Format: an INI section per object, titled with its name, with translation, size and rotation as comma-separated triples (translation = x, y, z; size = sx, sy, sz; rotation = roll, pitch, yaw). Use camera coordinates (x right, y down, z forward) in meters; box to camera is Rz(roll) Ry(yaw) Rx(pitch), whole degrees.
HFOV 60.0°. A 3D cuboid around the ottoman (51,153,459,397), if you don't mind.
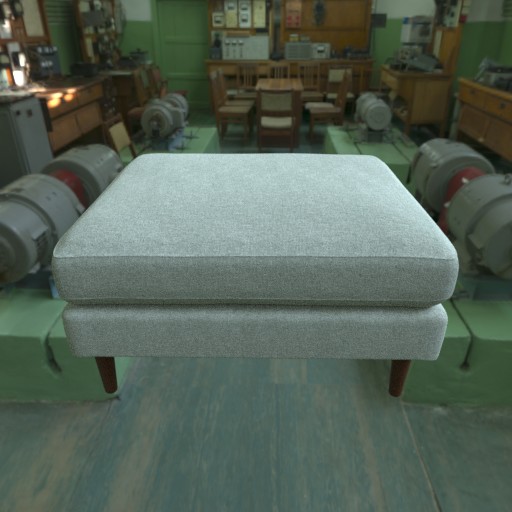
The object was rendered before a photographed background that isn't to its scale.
[ottoman]
translation = 0.000, 0.000, 1.236
size = 0.821, 0.474, 0.693
rotation = 0, 28, 1
